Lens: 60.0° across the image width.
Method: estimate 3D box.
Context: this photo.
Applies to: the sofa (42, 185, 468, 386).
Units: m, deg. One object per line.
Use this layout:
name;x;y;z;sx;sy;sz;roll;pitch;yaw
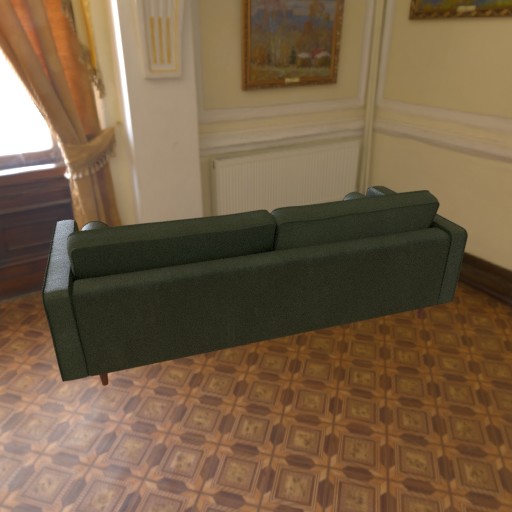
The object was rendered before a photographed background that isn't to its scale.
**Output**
sofa;0.000;0.000;2.613;2.199;0.769;0.918;-8;28;-16
